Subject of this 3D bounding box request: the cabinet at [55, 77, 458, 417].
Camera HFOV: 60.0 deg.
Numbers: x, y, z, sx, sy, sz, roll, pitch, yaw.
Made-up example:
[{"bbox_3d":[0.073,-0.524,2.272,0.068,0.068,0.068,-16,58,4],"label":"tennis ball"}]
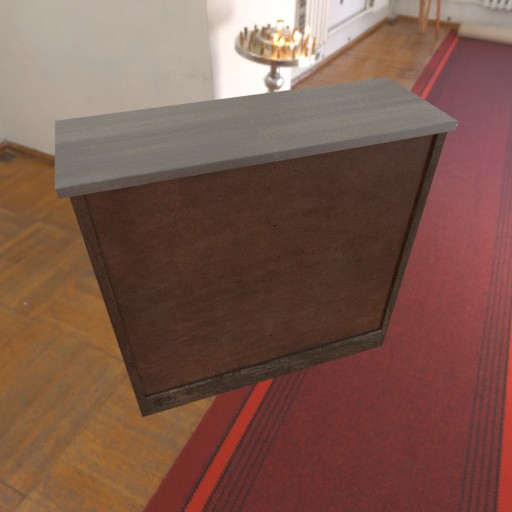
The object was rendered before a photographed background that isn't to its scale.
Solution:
[{"bbox_3d":[0.000,0.000,1.430,0.968,0.919,0.338,-13,43,-14],"label":"cabinet"}]
